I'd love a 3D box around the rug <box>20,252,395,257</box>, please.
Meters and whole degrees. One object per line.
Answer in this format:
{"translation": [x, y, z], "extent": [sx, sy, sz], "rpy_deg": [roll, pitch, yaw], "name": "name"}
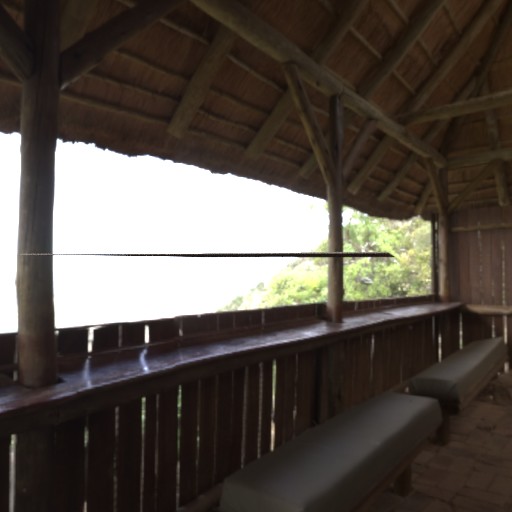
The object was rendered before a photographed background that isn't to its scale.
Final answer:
{"translation": [0.000, 0.000, 4.131], "extent": [2.442, 0.008, 3.046], "rpy_deg": [0, -1, 18], "name": "rug"}
